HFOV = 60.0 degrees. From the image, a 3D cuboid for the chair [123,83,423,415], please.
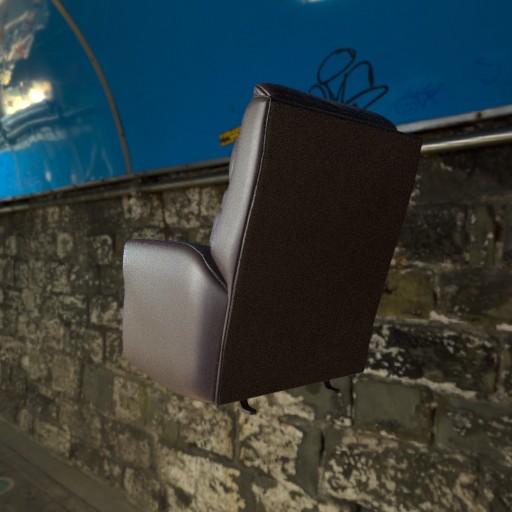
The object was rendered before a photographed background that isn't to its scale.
[{"bbox_3d":[0.000,0.000,1.773,0.829,1.030,1.080,0,0,-36],"label":"chair"}]
